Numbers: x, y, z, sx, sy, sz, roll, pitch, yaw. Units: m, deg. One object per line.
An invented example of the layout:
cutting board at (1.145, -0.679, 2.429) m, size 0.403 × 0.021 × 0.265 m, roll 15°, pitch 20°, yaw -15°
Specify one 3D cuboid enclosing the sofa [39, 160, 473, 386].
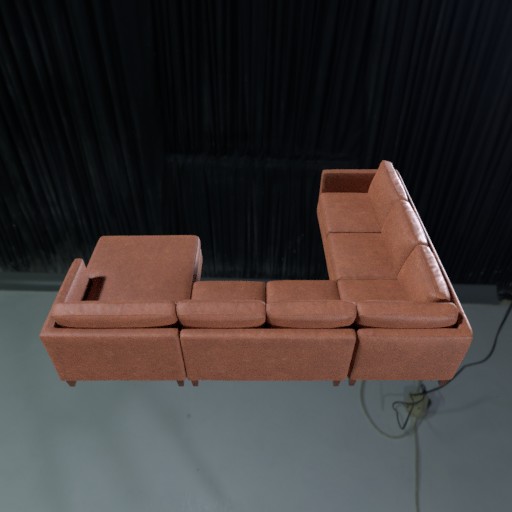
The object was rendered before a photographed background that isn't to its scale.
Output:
sofa at (0.000, 0.000, 4.597) m, size 3.460 × 0.923 × 2.593 m, roll 0°, pitch 41°, yaw 0°
